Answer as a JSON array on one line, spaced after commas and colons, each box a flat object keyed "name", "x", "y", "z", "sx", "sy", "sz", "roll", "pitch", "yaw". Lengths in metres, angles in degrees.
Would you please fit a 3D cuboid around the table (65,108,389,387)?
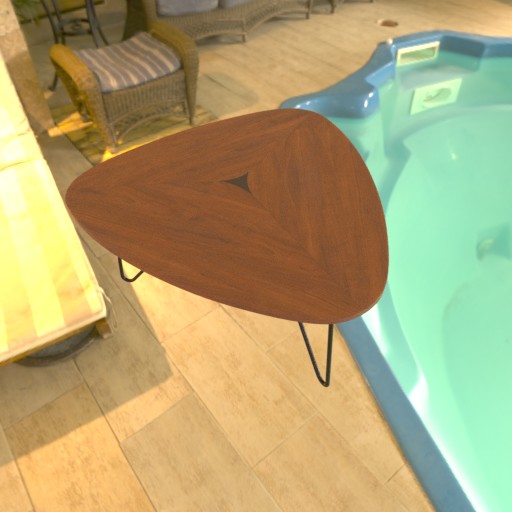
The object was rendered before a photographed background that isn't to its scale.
[{"name": "table", "x": 0.000, "y": 0.000, "z": 1.287, "sx": 0.833, "sy": 0.413, "sz": 0.821, "roll": -24, "pitch": 51, "yaw": -22}]
